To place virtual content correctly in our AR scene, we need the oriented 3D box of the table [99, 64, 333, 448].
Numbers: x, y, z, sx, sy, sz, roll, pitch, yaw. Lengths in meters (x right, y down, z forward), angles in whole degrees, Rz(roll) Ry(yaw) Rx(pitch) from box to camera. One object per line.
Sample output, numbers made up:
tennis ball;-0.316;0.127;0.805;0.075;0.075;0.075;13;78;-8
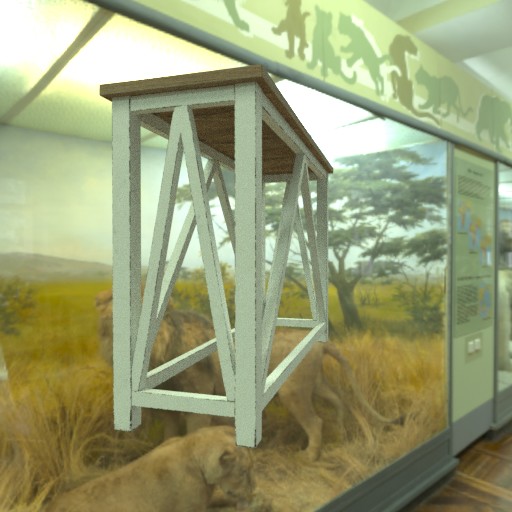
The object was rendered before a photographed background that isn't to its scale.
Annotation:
table;0.000;0.000;1.789;0.450;0.930;1.400;0;1;17
